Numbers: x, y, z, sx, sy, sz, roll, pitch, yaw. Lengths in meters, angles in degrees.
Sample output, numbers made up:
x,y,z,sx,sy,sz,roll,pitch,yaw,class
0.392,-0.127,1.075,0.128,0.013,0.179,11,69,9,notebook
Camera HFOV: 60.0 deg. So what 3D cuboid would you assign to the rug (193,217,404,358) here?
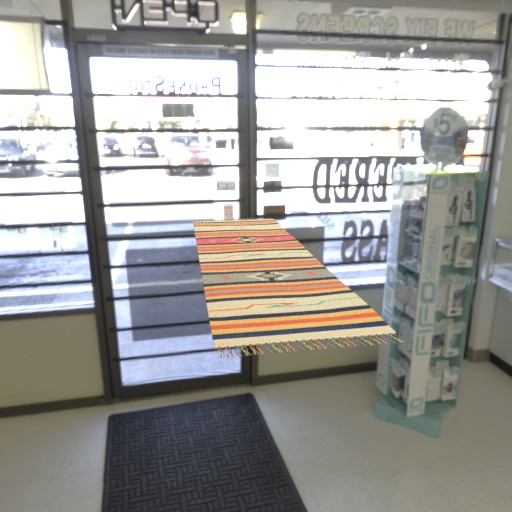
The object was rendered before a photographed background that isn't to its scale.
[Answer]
x,y,z,sx,sy,sz,roll,pitch,yaw,class
0.000,0.000,2.717,0.695,0.017,2.455,-3,16,-9,rug
